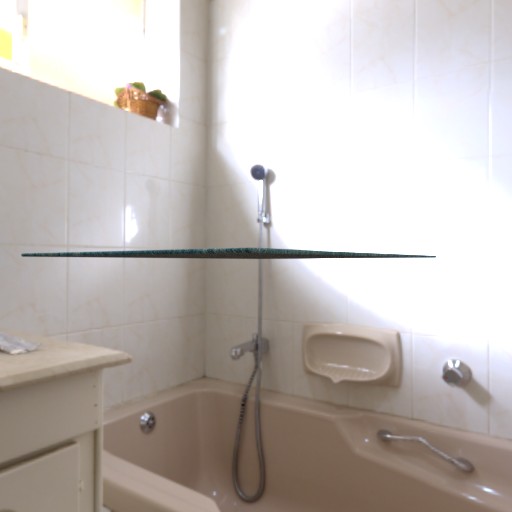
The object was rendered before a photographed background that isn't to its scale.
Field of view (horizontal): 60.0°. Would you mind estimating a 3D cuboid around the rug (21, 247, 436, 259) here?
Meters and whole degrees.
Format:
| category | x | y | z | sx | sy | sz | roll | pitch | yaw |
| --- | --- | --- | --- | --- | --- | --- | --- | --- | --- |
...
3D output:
| category | x | y | z | sx | sy | sz | roll | pitch | yaw |
| --- | --- | --- | --- | --- | --- | --- | --- | --- | --- |
| rug | 0.000 | 0.000 | 4.190 | 2.405 | 0.027 | 3.217 | -1 | -1 | 37 |
